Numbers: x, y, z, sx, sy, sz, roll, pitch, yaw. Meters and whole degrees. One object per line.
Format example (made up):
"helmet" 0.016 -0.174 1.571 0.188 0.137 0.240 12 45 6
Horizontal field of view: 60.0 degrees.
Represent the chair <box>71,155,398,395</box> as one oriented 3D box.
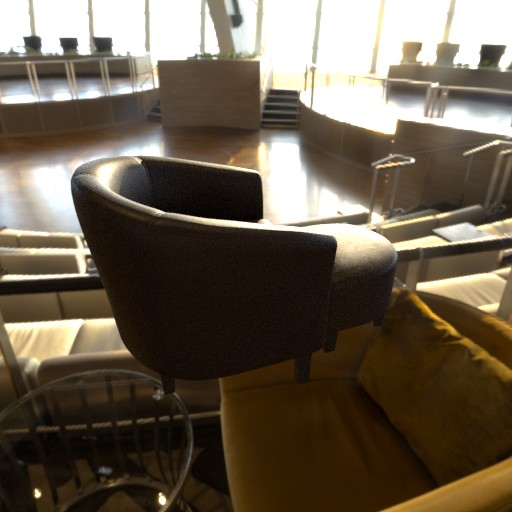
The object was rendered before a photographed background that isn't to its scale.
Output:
"chair" 0.000 0.000 1.659 1.176 0.755 0.737 -10 30 -18
